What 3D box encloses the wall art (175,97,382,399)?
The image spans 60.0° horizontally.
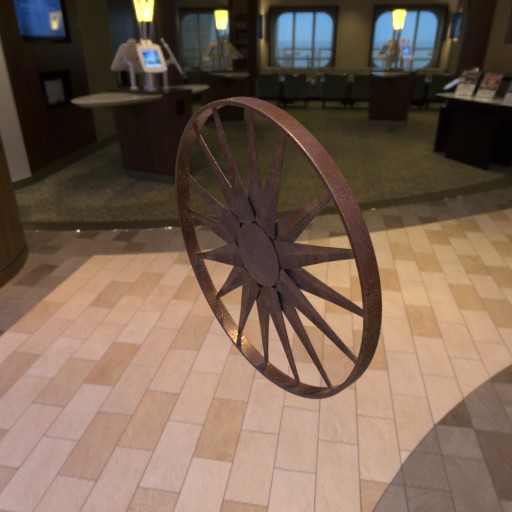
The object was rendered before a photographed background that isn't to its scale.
[{"bbox_3d":[0.000,0.000,0.858,0.084,0.583,0.582,-18,31,-32],"label":"wall art"}]
